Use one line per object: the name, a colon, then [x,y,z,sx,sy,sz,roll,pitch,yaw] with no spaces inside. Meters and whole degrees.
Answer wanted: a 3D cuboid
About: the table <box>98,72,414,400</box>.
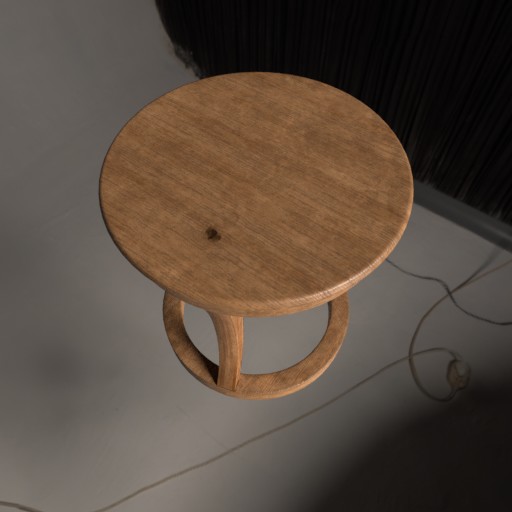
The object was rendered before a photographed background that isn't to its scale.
table: [0.000,0.000,0.805,0.432,0.460,0.432,0,57,0]
